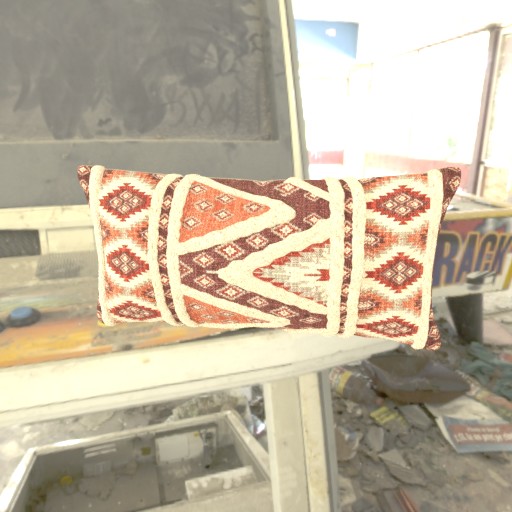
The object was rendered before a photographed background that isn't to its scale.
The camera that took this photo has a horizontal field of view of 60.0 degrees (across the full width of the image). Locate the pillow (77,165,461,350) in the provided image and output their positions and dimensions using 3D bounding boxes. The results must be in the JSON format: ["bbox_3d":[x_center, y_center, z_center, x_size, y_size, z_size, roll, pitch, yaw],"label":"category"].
[{"bbox_3d":[0.000,0.000,0.727,0.608,0.295,0.161,3,16,9],"label":"pillow"}]
